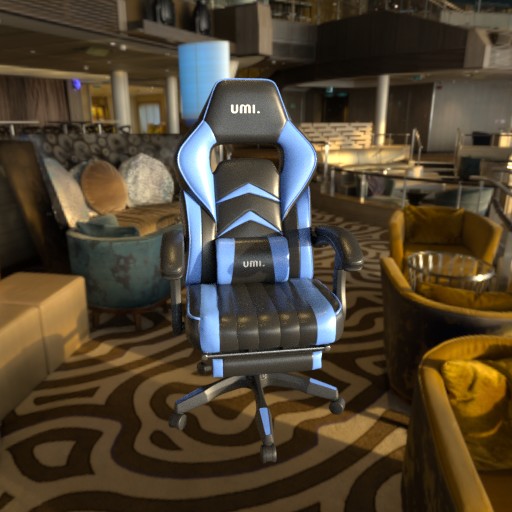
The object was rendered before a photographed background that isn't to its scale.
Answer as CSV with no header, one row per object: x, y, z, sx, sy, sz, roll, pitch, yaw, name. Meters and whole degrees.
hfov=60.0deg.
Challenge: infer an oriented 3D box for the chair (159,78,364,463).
0.000,0.000,1.650,0.700,1.280,0.700,-2,17,-8,chair
